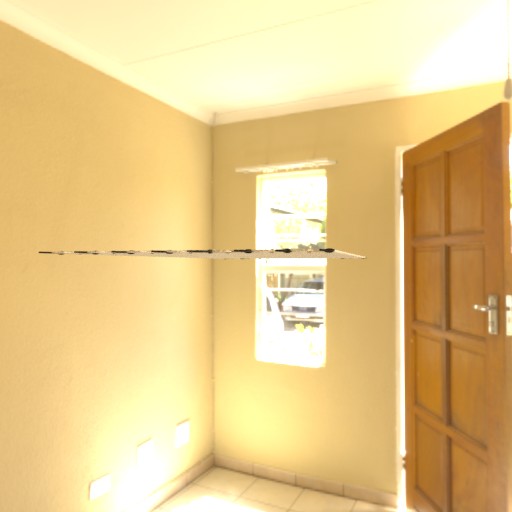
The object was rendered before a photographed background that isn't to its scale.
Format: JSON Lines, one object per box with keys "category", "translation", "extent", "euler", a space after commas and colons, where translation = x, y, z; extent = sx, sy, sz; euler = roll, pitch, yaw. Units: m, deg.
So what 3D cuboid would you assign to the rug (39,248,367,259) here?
{"category": "rug", "translation": [0.000, 0.000, 3.362], "extent": [1.524, 0.021, 2.755], "euler": [0, -1, 17]}
